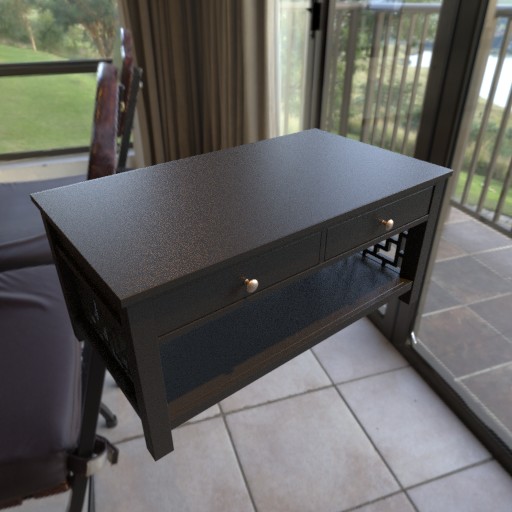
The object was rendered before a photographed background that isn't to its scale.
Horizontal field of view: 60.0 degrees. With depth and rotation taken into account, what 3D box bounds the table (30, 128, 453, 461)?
[{"bbox_3d":[0.000,0.000,1.394,1.068,0.493,0.612,-22,37,-32],"label":"table"}]
